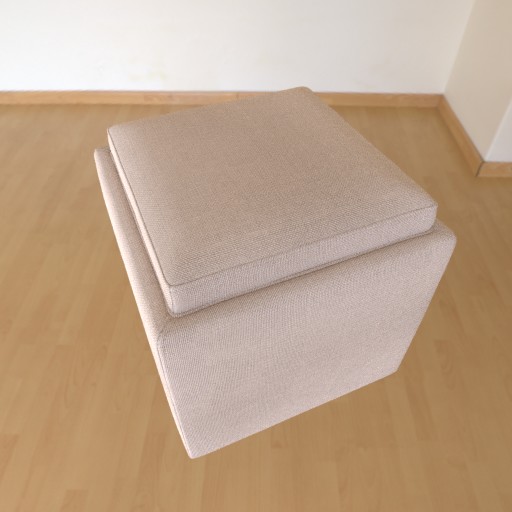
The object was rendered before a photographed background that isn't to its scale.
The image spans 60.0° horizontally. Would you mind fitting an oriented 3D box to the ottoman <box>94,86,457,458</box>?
[{"bbox_3d":[0.000,0.000,0.809,0.450,0.460,0.451,-17,48,-16],"label":"ottoman"}]
